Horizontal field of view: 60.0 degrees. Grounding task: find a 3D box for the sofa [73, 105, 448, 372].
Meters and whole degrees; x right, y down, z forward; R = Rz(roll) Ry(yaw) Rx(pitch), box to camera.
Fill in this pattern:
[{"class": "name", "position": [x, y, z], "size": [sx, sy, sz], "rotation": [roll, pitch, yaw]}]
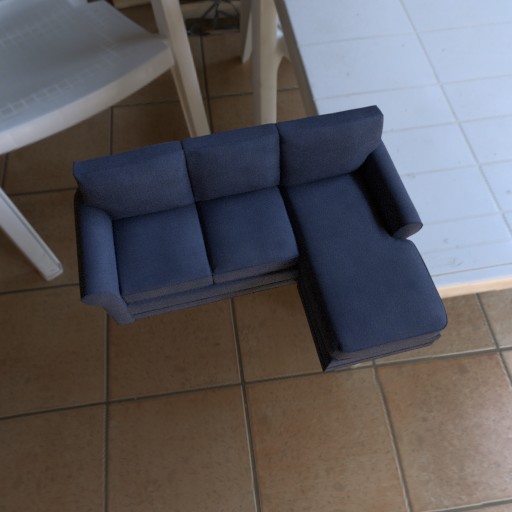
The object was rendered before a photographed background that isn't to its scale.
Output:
[{"class": "sofa", "position": [0.000, 0.000, 3.355], "size": [2.567, 1.063, 1.780], "rotation": [-12, 63, -6]}]
